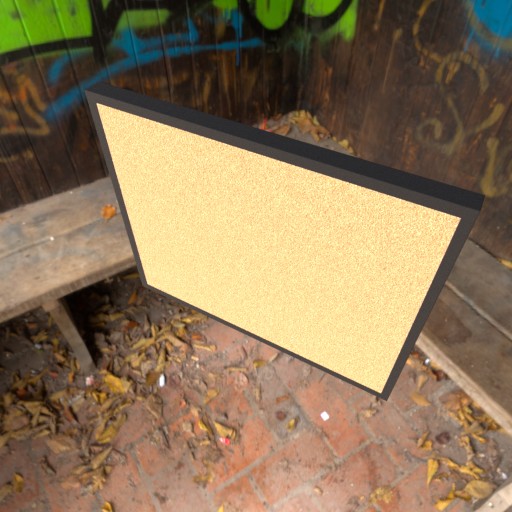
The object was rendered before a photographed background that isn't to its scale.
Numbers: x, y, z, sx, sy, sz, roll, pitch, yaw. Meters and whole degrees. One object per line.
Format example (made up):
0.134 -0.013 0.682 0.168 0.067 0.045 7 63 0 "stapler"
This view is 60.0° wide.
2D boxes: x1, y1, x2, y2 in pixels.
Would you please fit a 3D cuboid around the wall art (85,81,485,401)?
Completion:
0.000 0.000 0.732 0.554 0.454 0.030 22 51 19 "wall art"
